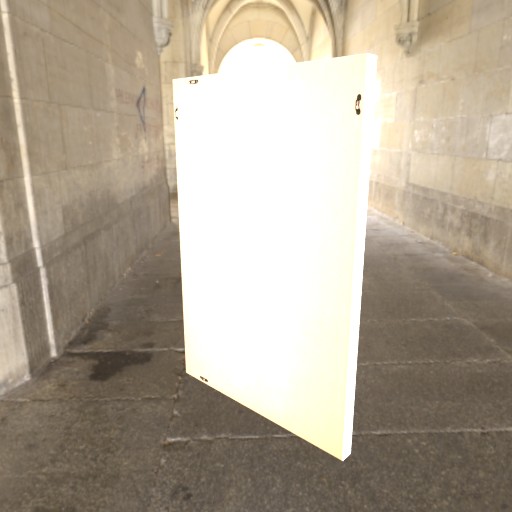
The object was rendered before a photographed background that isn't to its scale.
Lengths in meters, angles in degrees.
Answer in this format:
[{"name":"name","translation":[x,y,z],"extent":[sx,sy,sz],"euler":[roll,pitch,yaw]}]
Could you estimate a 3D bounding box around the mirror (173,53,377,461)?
[{"name":"mirror","translation":[0.000,0.000,1.170],"extent":[0.609,0.915,0.041],"euler":[14,21,41]}]
